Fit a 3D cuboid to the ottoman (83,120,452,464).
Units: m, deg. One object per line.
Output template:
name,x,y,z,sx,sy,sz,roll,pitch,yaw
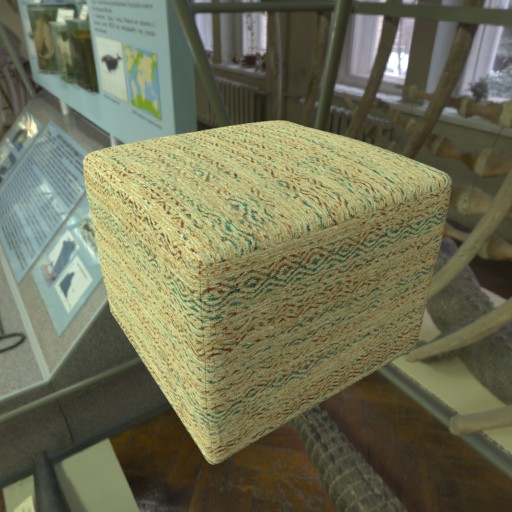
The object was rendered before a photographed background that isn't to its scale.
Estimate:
ottoman,0.000,0.000,0.919,0.521,0.453,0.512,-19,35,-29
